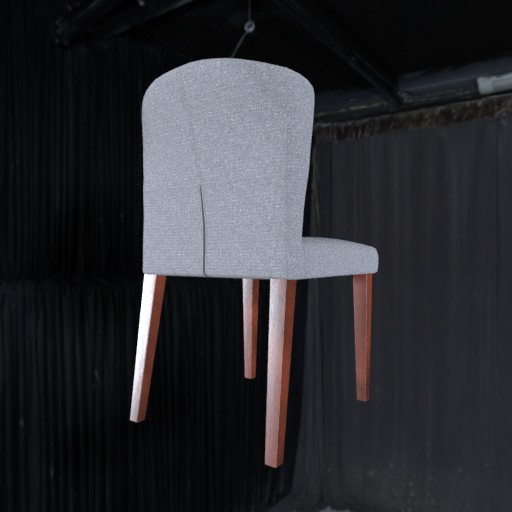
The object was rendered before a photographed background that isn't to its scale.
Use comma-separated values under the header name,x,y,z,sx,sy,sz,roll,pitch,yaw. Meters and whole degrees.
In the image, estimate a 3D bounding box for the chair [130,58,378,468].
name,x,y,z,sx,sy,sz,roll,pitch,yaw
chair,0.000,0.000,1.203,0.491,0.839,0.589,0,0,35
